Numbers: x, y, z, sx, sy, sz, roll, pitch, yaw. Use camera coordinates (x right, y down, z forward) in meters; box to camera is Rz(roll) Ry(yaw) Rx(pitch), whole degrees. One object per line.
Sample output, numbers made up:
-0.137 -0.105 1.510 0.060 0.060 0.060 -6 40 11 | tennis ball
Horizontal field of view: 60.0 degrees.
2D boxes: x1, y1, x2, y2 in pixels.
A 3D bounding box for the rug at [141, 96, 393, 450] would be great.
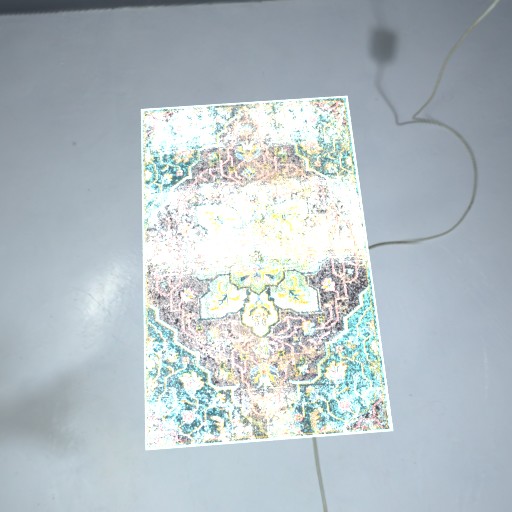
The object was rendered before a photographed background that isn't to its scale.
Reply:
0.000 0.000 2.996 1.566 0.004 2.363 -3 76 -1 | rug
